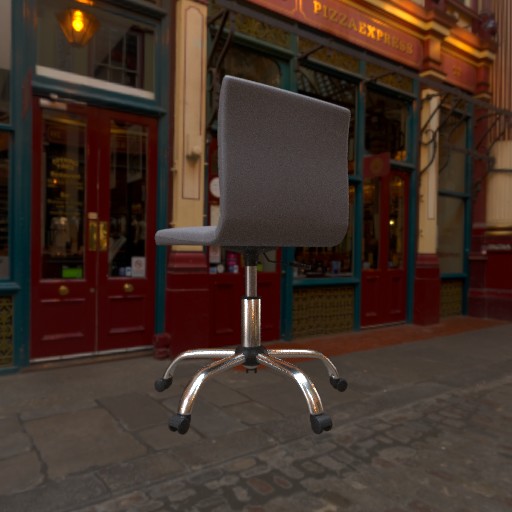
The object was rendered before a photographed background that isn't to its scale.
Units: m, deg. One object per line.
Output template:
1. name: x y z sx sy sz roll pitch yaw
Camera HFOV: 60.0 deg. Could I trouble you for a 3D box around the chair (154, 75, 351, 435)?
1. chair: 0.000 0.000 1.180 0.556 0.780 0.530 0 0 -36
